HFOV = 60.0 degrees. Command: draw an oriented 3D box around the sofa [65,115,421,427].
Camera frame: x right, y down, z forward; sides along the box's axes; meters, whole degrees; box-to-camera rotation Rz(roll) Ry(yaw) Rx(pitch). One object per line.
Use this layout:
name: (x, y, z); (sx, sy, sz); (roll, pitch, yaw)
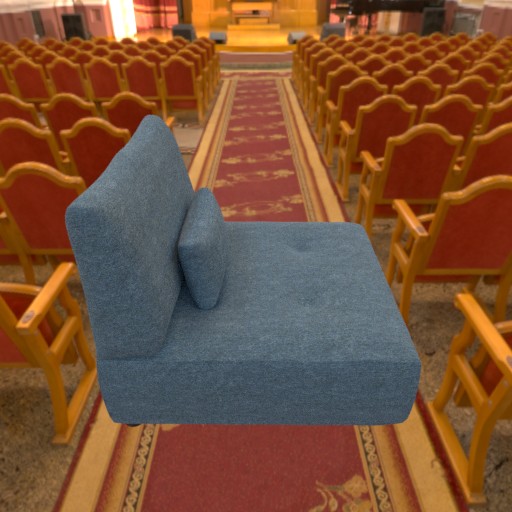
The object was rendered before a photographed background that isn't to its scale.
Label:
sofa: (0.000, 0.000, 1.654); (1.000, 0.820, 0.930); (0, 32, 0)
